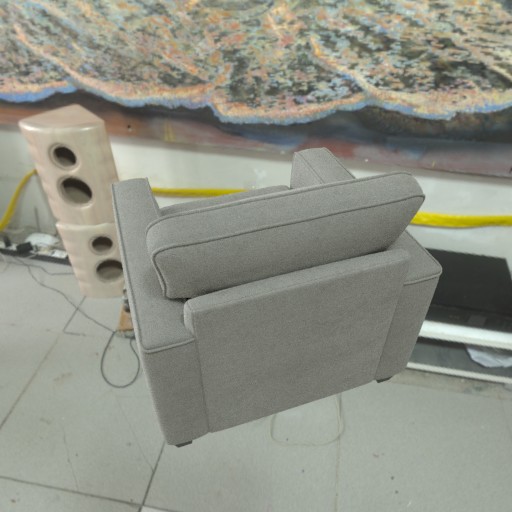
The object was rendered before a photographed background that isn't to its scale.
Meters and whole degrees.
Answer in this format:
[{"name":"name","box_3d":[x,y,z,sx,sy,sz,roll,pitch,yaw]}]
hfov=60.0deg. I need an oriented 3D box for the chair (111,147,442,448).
[{"name":"chair","box_3d":[0.000,0.000,1.765,1.015,0.965,0.939,-13,43,-14]}]
